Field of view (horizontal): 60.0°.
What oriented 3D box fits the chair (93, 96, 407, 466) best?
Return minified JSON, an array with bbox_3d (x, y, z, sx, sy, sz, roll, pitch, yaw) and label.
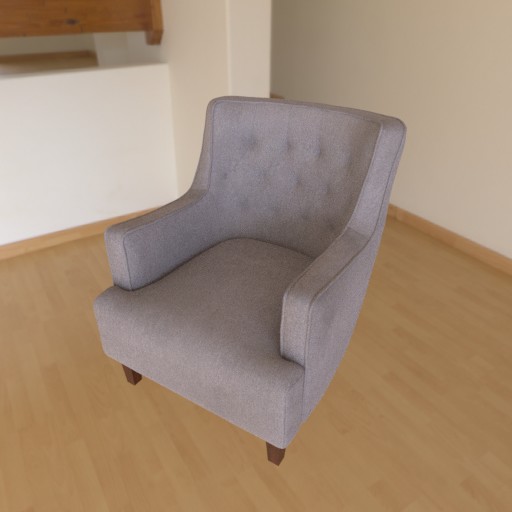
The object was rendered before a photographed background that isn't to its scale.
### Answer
[{"bbox_3d":[0.000,0.000,1.579,0.781,0.919,0.910,18,36,27],"label":"chair"}]
